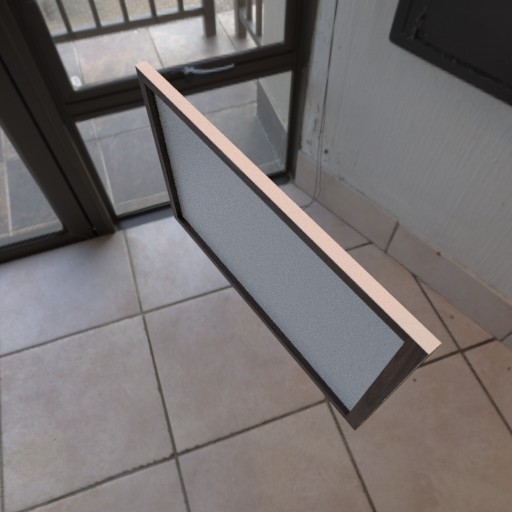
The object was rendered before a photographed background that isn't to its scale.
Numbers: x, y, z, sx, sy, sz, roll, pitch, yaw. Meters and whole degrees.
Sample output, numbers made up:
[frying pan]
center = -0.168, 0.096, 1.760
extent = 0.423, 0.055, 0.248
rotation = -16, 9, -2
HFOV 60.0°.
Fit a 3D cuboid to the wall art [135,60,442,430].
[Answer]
[wall art]
center = 0.000, 0.000, 1.898
extent = 0.051, 1.016, 1.520
rotation = -33, 64, -19
